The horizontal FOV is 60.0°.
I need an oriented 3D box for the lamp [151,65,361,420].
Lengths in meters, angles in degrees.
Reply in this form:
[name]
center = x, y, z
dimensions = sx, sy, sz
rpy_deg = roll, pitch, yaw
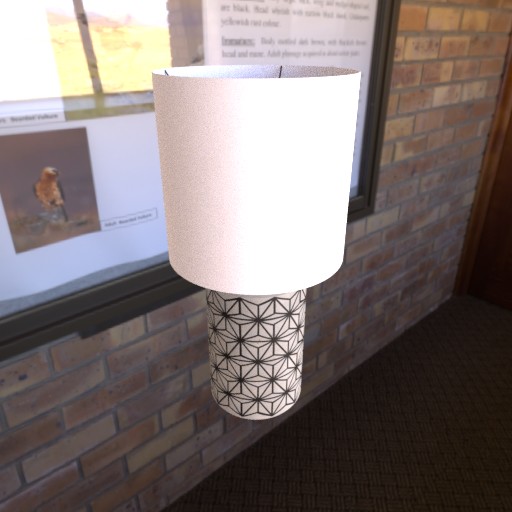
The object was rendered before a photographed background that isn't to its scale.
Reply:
[lamp]
center = 0.000, 0.000, 0.537
dimensions = 0.206, 0.416, 0.206
rpy_deg = 7, 27, 15
